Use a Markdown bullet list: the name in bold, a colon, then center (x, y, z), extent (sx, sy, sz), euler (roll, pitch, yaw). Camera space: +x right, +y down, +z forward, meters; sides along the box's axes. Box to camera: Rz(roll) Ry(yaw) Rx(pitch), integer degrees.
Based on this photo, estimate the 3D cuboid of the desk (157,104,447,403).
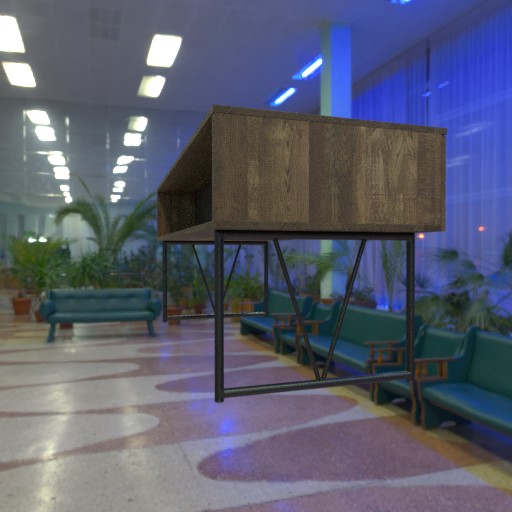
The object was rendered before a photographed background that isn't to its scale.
- **desk**: center (0.000, 0.000, 1.984), extent (0.730, 0.780, 1.600), euler (0, 1, -18)
